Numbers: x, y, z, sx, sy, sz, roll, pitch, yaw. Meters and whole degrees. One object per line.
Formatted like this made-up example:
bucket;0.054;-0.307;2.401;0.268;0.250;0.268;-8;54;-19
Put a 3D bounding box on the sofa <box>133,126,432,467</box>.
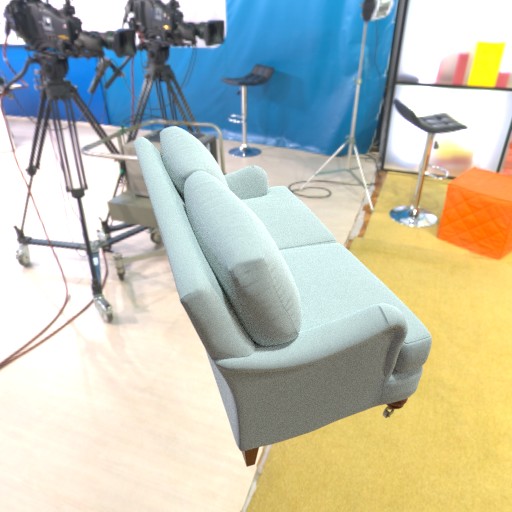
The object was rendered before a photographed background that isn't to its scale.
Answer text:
sofa;0.000;0.000;2.499;1.084;1.101;1.853;-10;33;-15
